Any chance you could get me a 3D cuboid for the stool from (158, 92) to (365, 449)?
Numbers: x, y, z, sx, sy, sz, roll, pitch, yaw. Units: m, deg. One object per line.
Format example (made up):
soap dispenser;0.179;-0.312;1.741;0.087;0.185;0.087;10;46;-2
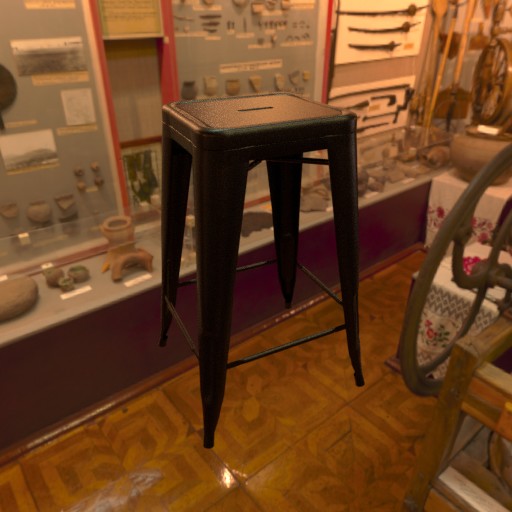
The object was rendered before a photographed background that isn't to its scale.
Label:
stool;0.000;0.000;0.940;0.455;0.609;0.423;-21;36;-32
